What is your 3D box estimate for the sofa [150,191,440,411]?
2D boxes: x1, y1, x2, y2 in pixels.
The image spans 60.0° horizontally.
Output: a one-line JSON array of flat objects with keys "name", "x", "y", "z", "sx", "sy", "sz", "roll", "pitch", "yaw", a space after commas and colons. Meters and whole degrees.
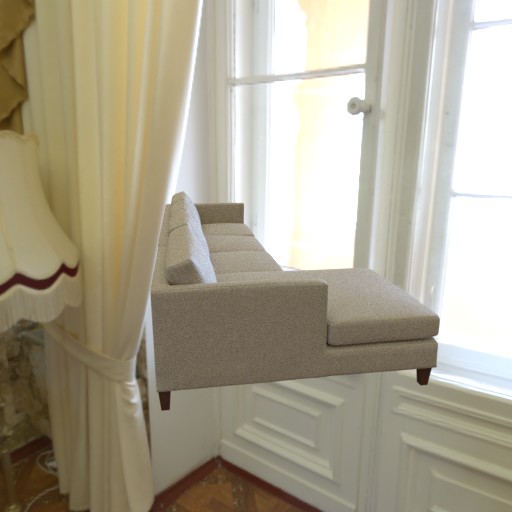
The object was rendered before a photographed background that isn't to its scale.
[{"name": "sofa", "x": 0.000, "y": 0.000, "z": 3.888, "sx": 1.625, "sy": 0.846, "sz": 3.186, "roll": -2, "pitch": 15, "yaw": -9}]
